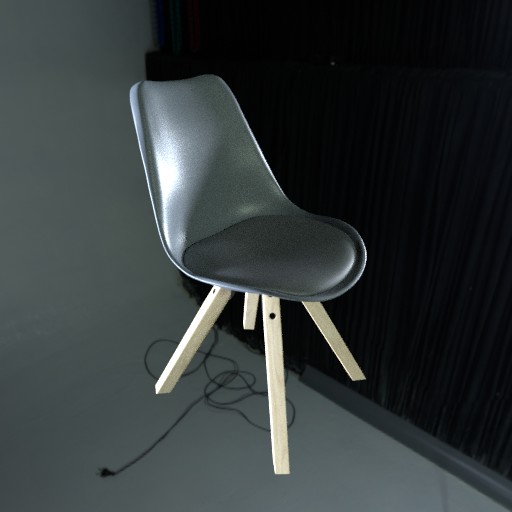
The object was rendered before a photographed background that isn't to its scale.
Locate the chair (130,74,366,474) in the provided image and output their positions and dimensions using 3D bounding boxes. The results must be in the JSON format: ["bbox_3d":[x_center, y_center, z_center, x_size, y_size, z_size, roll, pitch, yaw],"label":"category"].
[{"bbox_3d":[0.000,0.000,1.166,0.550,0.850,0.485,19,32,33],"label":"chair"}]
